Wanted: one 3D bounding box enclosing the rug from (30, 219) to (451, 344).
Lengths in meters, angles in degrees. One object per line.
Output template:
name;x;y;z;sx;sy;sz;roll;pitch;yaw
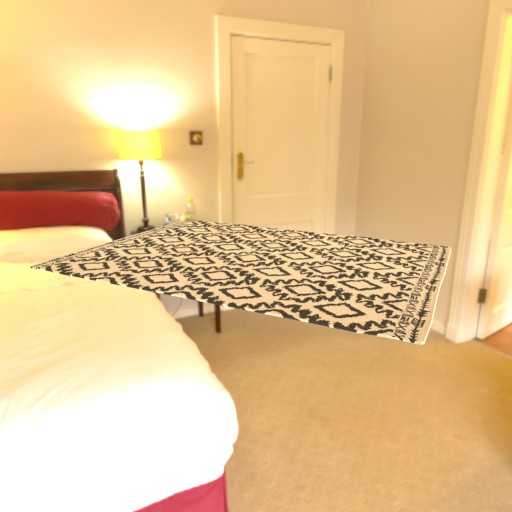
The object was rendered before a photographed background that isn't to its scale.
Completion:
rug;0.000;0.000;4.296;3.369;0.036;2.444;8;18;25
